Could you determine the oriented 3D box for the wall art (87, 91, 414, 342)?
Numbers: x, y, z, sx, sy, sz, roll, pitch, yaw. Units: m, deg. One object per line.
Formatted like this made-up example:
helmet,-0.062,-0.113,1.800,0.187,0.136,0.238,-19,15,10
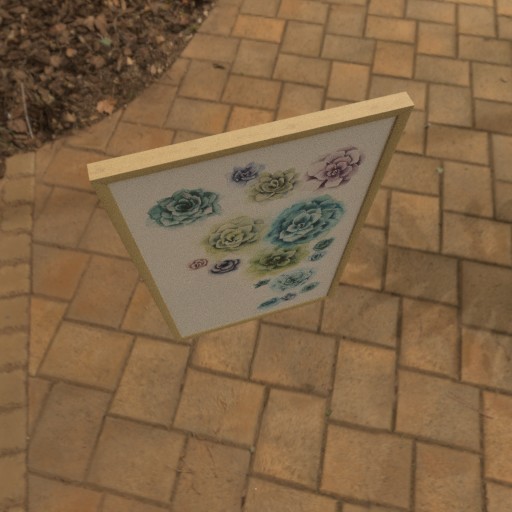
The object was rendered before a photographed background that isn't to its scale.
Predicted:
wall art,0.000,0.000,1.029,0.510,0.810,0.039,-15,63,-8
